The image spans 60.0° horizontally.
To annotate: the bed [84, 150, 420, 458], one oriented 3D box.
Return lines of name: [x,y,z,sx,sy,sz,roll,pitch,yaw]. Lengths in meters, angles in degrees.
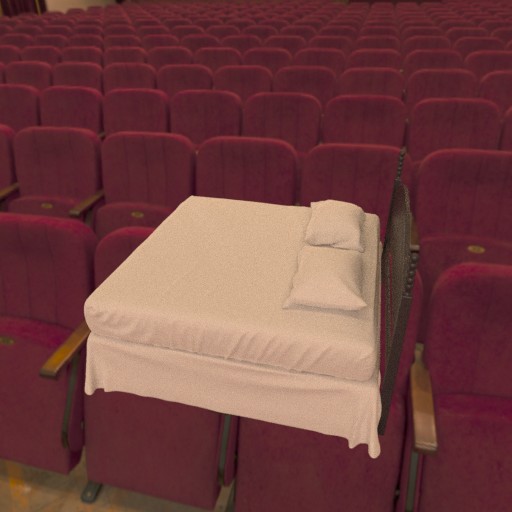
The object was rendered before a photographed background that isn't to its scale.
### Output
bed: [0.000,0.000,3.599,2.219,1.355,2.322,7,31,12]
